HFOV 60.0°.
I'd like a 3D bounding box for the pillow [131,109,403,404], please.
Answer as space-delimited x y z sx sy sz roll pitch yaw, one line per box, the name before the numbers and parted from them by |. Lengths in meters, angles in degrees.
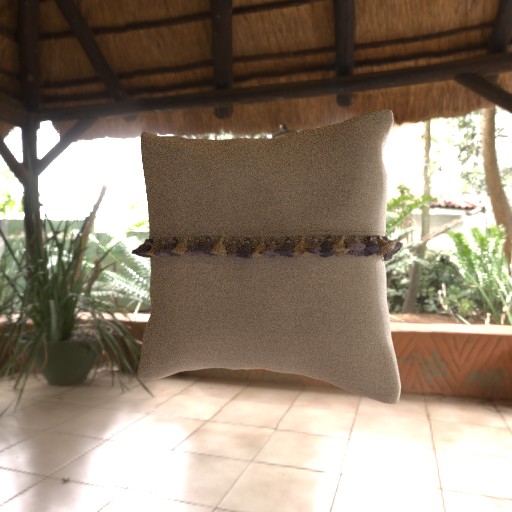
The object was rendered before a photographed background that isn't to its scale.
pillow | 0.000 0.000 0.773 0.489 0.481 0.165 0 0 17
